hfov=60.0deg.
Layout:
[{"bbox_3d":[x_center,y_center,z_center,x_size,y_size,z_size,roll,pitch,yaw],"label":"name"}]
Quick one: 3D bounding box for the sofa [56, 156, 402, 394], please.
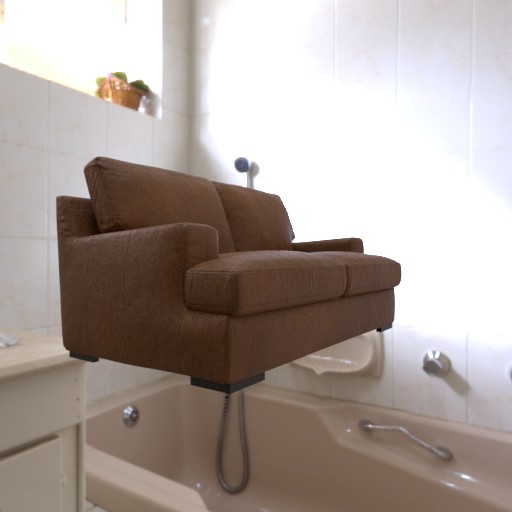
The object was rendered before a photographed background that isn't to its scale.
[{"bbox_3d":[0.000,0.000,2.560,1.144,0.966,1.880,0,0,35],"label":"sofa"}]
